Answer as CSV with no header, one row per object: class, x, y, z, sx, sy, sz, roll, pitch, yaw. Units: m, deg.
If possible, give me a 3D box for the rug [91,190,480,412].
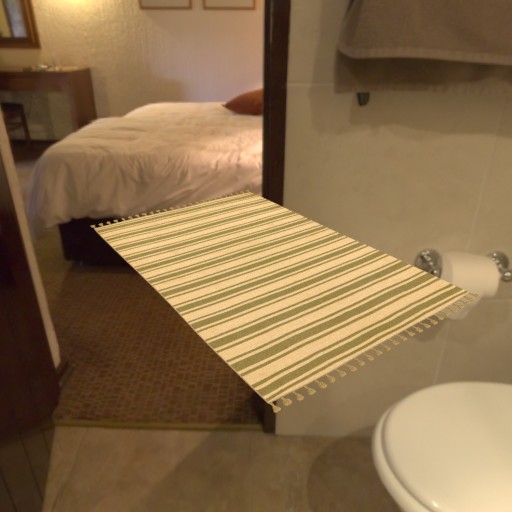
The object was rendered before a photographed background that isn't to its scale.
rug,0.000,0.000,3.089,1.540,0.018,2.435,-18,32,-31
